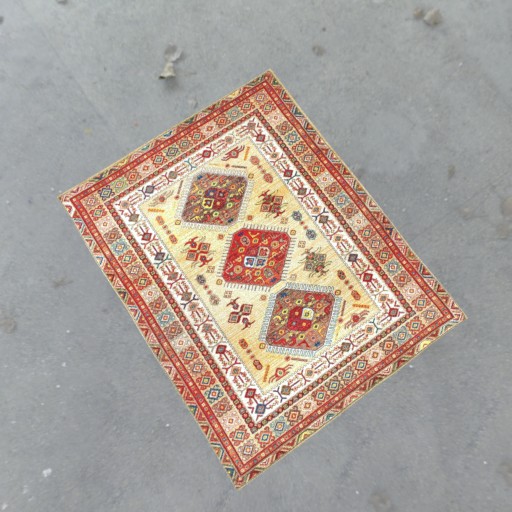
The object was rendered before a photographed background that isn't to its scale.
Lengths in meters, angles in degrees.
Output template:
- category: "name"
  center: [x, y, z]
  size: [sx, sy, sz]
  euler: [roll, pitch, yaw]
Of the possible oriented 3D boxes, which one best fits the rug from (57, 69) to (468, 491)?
- category: "rug"
  center: [0.000, 0.000, 4.045]
  size: [2.460, 0.005, 3.067]
  euler: [-34, 79, -7]
